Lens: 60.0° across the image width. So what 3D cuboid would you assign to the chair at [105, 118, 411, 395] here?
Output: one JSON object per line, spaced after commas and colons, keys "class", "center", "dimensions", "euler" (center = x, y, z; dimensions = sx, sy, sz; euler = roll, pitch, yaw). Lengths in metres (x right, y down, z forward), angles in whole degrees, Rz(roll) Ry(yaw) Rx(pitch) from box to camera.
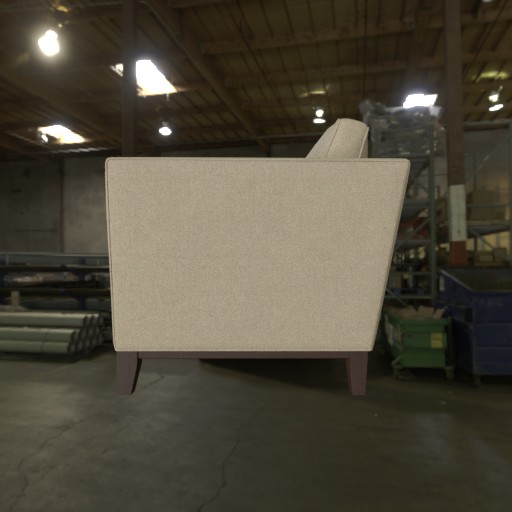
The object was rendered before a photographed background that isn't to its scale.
{"class": "chair", "center": [0.000, 0.000, 2.069], "dimensions": [0.965, 0.940, 1.397], "euler": [0, -1, 0]}
